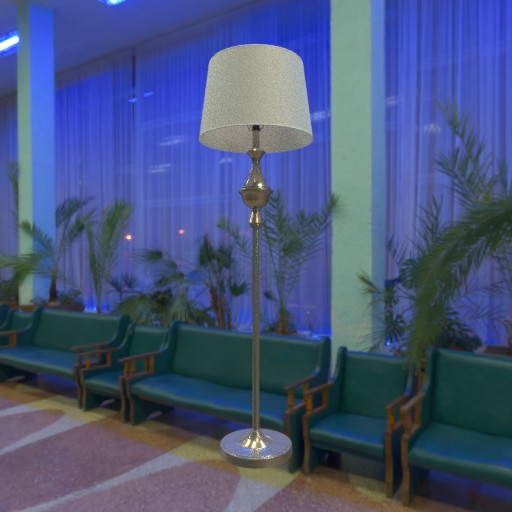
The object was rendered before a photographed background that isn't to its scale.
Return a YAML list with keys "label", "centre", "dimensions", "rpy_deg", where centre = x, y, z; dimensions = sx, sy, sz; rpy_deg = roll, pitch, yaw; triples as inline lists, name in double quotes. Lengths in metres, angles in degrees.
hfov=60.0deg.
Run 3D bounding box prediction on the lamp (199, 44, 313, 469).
- label: "lamp"
  centre: [0.000, 0.000, 1.681]
  dimensions: [0.431, 1.488, 0.431]
  rpy_deg: [0, 1, 0]
